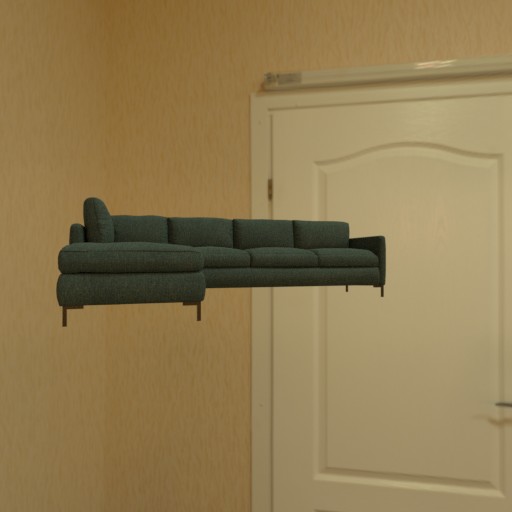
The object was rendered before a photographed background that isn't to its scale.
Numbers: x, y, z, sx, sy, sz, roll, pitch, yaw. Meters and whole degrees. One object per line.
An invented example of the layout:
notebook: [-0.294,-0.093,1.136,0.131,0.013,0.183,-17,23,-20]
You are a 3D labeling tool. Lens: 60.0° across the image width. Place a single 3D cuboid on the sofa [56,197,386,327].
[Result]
sofa: [0.000,0.000,3.817,2.949,0.815,2.007,0,-1,-18]
